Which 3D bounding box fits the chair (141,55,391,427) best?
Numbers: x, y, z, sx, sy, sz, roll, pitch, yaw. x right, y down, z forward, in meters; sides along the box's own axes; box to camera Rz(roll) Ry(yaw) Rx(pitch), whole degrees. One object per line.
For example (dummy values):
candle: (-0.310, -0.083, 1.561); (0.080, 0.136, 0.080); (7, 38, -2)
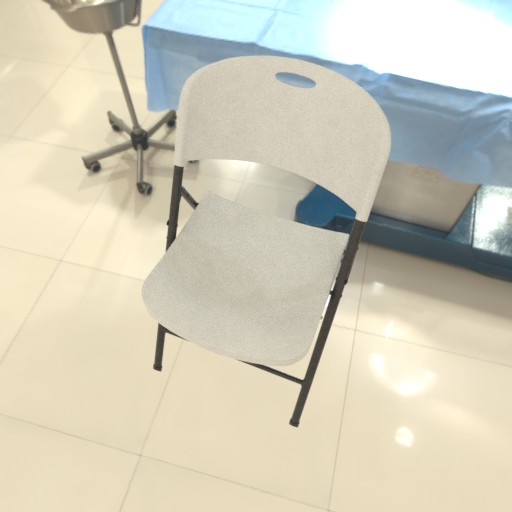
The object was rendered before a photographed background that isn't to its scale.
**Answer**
chair: (0.000, 0.000, 1.177); (0.494, 0.810, 0.566); (18, 59, 12)
